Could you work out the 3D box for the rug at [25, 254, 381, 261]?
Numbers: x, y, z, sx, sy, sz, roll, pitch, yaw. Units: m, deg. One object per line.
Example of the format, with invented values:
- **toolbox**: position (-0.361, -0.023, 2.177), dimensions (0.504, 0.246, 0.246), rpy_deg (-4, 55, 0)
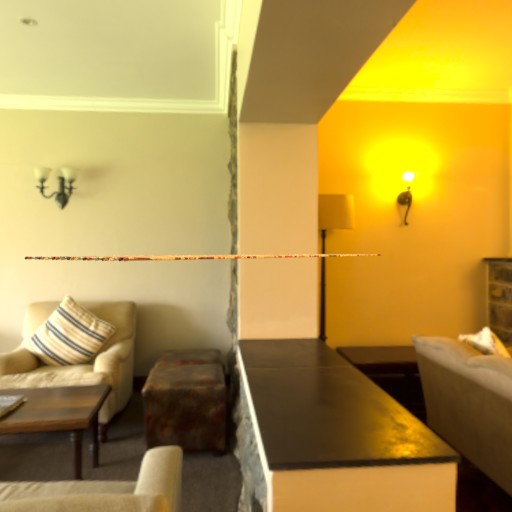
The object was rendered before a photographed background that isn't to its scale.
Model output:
- **rug**: position (0.000, 0.000, 2.933), dimensions (0.763, 0.015, 2.682), rpy_deg (0, 1, 35)
